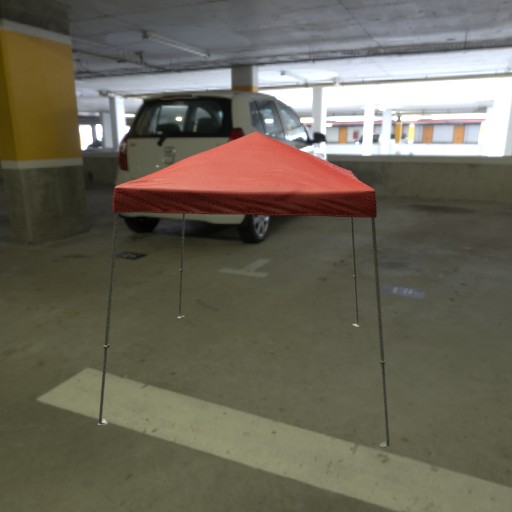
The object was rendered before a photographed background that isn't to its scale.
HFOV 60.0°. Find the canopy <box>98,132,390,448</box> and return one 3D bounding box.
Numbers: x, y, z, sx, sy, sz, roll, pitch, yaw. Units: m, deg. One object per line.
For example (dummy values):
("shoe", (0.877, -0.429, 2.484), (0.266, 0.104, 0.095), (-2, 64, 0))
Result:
("canopy", (0.000, 0.000, 5.280), (2.849, 2.849, 2.848), (2, 15, 7))
